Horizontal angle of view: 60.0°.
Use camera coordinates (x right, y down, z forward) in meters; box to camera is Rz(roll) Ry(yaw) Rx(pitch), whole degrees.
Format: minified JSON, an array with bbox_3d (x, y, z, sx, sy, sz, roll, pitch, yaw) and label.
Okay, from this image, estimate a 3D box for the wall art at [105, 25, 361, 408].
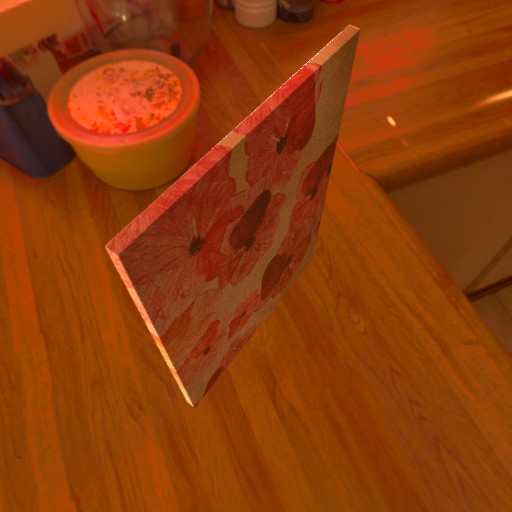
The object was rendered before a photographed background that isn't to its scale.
[{"bbox_3d":[0.000,0.000,1.288,0.031,1.015,0.762,32,64,18],"label":"wall art"}]
